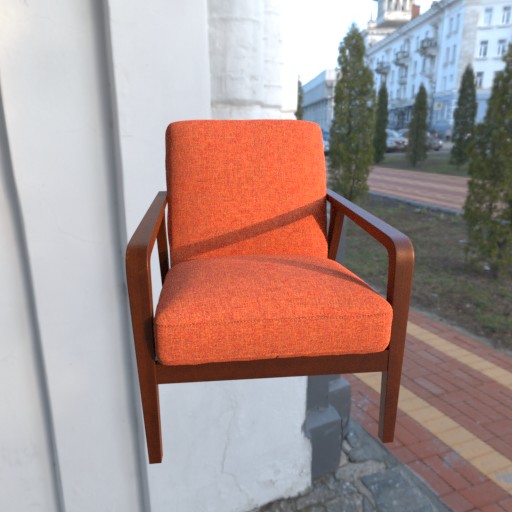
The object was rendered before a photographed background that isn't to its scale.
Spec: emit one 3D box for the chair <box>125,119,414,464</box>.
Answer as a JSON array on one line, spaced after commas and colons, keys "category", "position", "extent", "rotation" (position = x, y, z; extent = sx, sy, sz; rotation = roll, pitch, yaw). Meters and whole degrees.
[{"category": "chair", "position": [0.000, 0.000, 1.480], "extent": [0.719, 0.890, 0.860], "rotation": [-2, 16, -7]}]
